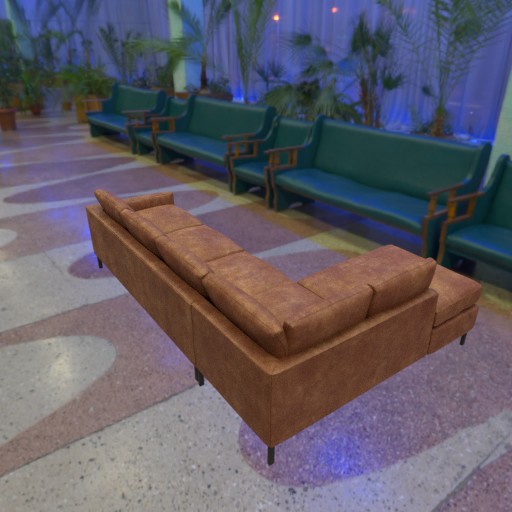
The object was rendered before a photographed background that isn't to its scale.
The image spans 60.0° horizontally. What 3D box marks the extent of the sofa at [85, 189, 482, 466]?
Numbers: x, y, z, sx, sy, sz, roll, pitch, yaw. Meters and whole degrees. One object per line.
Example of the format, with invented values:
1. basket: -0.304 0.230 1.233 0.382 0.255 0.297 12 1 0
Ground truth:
1. sofa: 0.000 0.000 3.798 1.938 0.877 2.984 -18 32 -31
